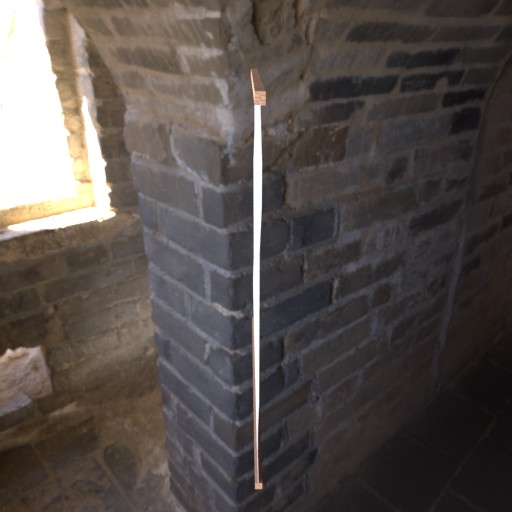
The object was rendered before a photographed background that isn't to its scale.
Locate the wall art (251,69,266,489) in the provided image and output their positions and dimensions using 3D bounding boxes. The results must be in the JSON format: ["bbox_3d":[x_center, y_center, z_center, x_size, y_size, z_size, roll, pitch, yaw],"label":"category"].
[{"bbox_3d":[0.000,0.000,0.674,0.010,0.507,0.404,0,25,-1],"label":"wall art"}]
